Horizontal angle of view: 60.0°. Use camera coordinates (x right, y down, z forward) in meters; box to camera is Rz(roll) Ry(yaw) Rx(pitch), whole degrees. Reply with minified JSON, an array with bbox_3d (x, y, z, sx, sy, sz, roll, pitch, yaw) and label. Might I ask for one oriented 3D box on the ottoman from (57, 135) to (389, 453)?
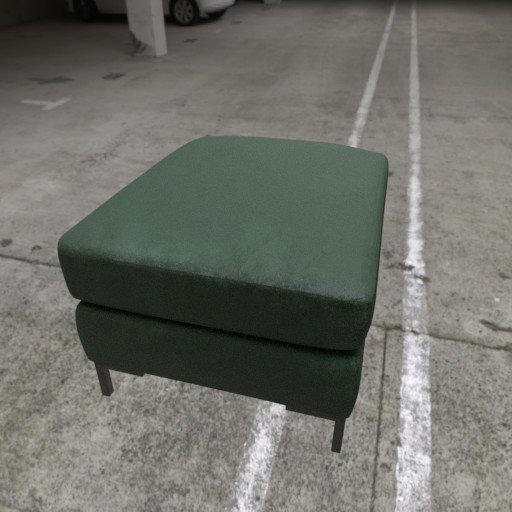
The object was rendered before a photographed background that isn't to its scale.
[{"bbox_3d":[0.000,0.000,1.333,0.701,0.538,0.839,8,32,14],"label":"ottoman"}]
